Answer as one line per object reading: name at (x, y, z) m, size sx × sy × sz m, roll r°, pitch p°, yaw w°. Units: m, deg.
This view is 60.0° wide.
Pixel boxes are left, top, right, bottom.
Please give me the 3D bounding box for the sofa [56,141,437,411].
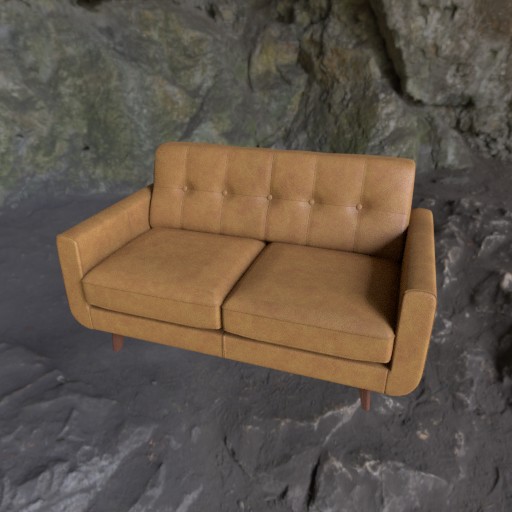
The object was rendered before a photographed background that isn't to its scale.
sofa at (0.000, 0.000, 2.236) m, size 1.651 × 0.925 × 0.952 m, roll 8°, pitch 27°, yaw 17°
